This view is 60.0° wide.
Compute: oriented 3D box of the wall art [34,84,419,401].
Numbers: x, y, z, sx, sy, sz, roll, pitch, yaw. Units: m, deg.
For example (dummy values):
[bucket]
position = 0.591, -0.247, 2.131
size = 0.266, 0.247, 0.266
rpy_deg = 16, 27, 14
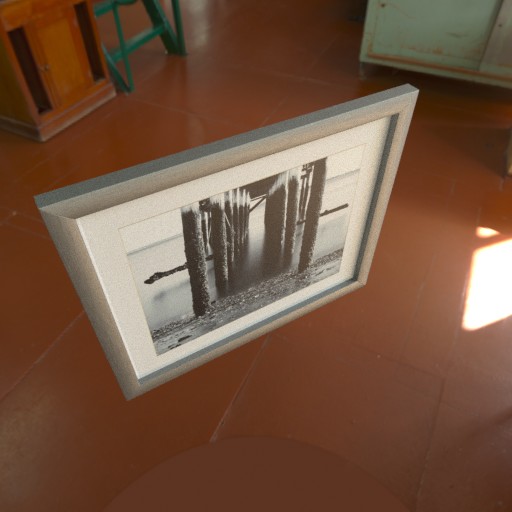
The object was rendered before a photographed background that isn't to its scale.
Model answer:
[wall art]
position = 0.000, 0.000, 0.745
size = 0.556, 0.457, 0.028
rpy_deg = -23, 50, -20
